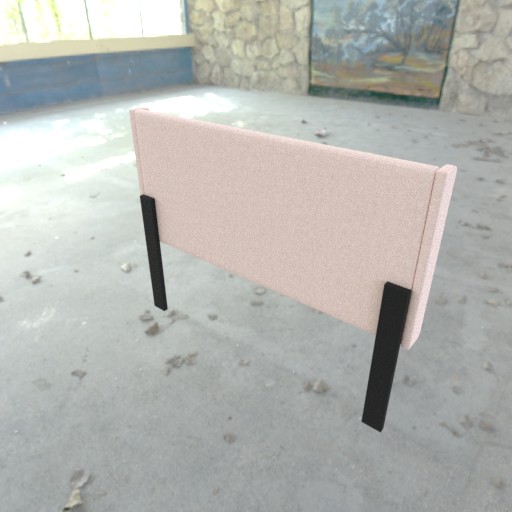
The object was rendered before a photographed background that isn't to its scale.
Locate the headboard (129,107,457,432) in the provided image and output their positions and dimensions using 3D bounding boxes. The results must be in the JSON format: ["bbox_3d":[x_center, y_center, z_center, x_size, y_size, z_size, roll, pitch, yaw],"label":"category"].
[{"bbox_3d":[0.000,0.000,2.739,2.051,1.524,0.184,21,35,33],"label":"headboard"}]
